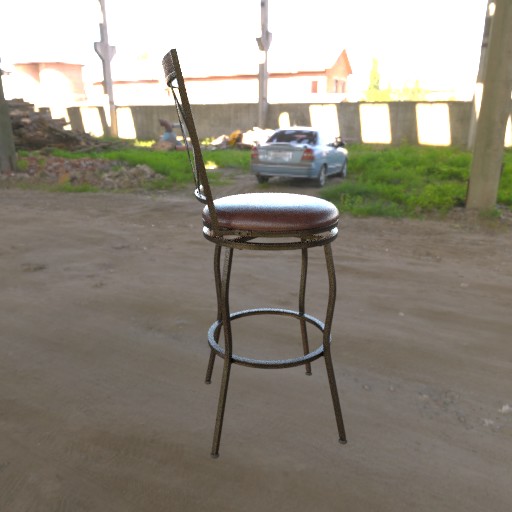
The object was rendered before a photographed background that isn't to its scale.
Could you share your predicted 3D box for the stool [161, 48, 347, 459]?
[{"bbox_3d":[0.000,0.000,1.403,0.521,1.134,0.432,-3,16,-9],"label":"stool"}]
